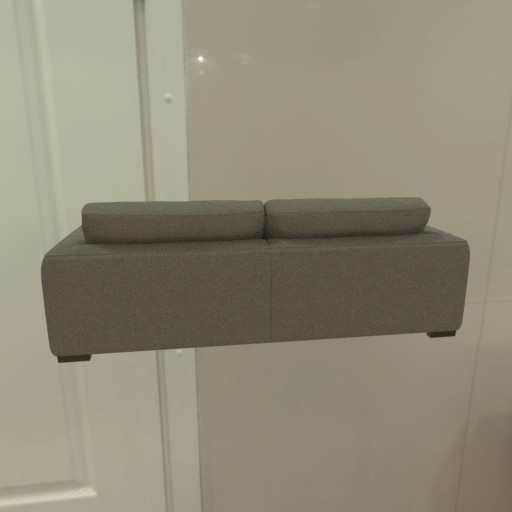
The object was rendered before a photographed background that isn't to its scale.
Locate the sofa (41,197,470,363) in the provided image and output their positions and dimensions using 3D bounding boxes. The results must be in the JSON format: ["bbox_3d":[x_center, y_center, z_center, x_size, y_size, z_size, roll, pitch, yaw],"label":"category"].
[{"bbox_3d":[0.000,0.000,2.803,2.262,0.801,1.070,-2,15,-8],"label":"sofa"}]
